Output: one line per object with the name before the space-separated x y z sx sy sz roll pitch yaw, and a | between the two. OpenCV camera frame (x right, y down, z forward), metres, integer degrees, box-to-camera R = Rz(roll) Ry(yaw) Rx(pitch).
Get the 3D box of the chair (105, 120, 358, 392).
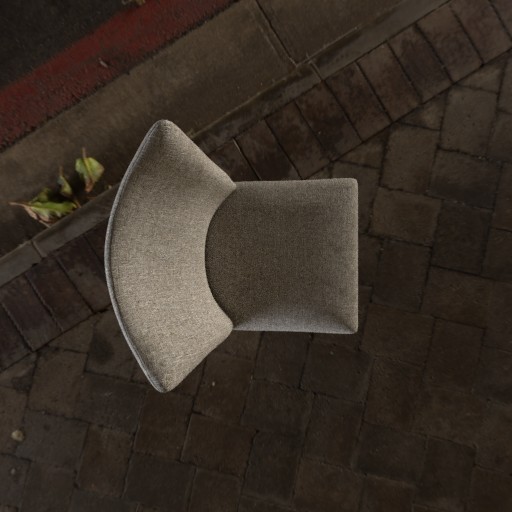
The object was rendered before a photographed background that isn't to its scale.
chair | 0.000 0.000 1.312 0.623 0.924 0.535 0 90 1
